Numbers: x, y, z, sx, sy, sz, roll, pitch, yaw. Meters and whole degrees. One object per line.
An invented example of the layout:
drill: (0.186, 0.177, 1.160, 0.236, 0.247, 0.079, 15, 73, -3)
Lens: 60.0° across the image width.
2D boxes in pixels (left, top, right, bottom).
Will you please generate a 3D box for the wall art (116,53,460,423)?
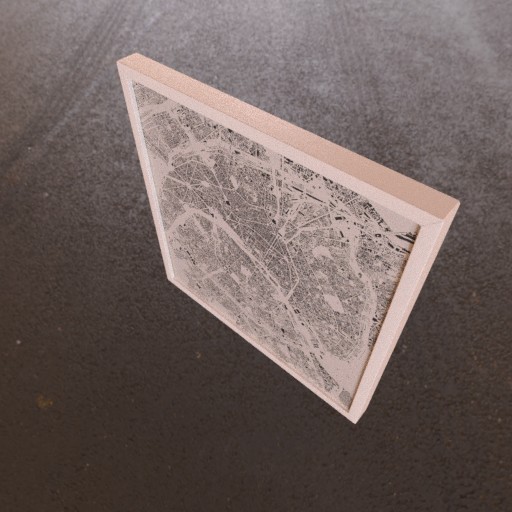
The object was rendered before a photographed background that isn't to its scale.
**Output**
wall art: (0.000, 0.000, 0.730, 0.508, 0.508, 0.038, 33, 56, 26)
